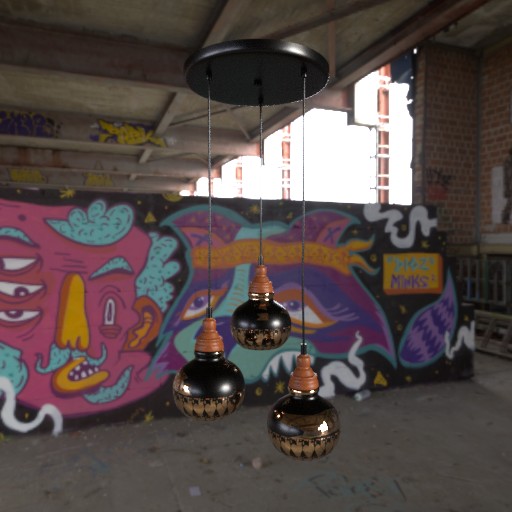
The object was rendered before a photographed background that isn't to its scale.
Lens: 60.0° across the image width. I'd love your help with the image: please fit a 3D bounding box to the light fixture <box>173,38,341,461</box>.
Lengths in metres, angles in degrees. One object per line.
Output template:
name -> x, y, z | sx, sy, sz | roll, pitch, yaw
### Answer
light fixture -> 0.000, 0.000, 1.742 | 0.608, 1.410, 0.605 | 0, 1, 0
